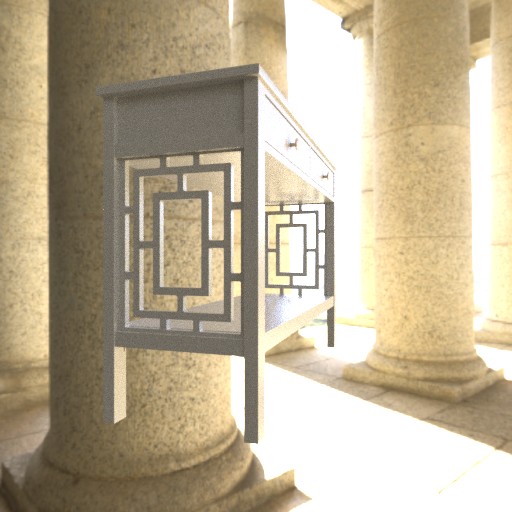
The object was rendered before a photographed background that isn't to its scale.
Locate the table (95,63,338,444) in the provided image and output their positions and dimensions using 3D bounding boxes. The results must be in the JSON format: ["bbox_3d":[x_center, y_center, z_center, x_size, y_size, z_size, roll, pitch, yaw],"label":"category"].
[{"bbox_3d":[0.000,0.000,1.430,0.397,0.753,1.068,0,0,19],"label":"table"}]
